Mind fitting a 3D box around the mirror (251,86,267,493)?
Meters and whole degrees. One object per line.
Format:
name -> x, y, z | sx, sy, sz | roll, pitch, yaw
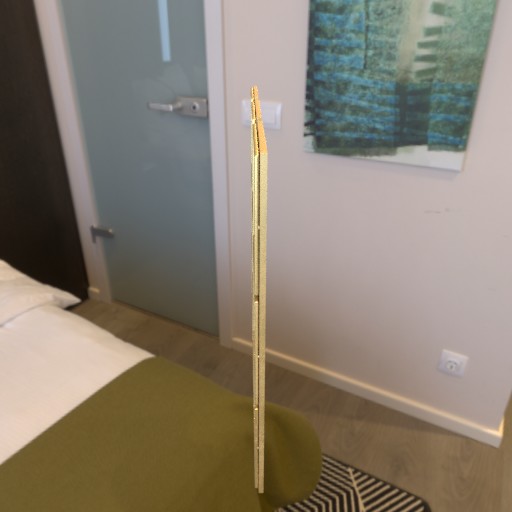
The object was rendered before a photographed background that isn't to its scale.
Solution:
mirror -> 0.000, 0.000, 1.441 | 0.023, 0.926, 1.011 | 0, 27, -1
